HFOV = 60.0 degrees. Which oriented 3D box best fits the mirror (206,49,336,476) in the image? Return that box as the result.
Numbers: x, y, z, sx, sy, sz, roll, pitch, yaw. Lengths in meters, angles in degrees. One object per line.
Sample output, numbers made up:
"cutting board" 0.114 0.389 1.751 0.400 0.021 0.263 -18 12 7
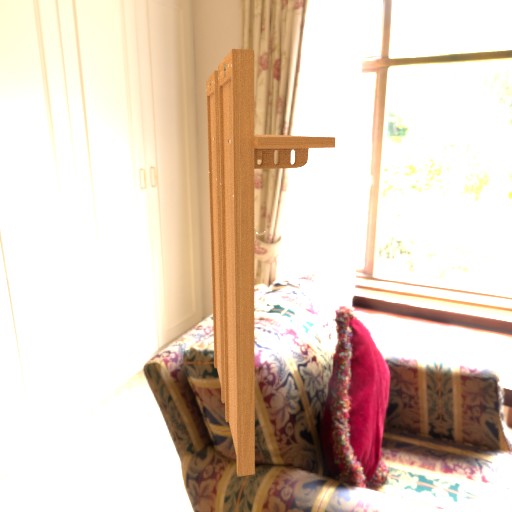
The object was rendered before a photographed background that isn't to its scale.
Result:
"mirror" 0.000 0.000 1.599 0.260 1.250 0.800 -3 16 -11
